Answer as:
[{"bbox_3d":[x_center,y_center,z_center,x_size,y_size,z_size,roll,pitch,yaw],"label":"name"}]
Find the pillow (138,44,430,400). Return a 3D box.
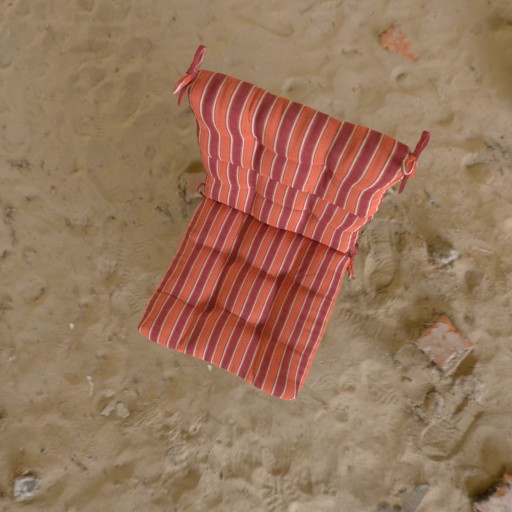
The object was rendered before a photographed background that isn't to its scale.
[{"bbox_3d":[0.000,0.000,1.052,0.519,0.605,0.571,23,77,5],"label":"pillow"}]
